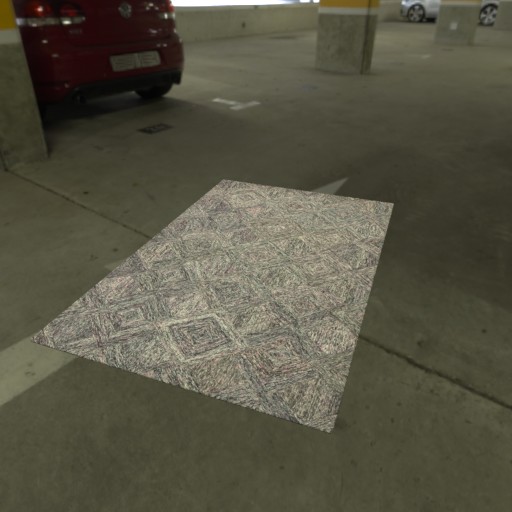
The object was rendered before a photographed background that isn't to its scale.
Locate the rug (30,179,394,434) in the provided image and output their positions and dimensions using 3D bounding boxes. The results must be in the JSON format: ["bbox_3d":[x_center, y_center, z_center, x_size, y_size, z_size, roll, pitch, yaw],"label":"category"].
[{"bbox_3d":[0.000,0.000,2.865,1.501,0.017,2.298,11,33,18],"label":"rug"}]
